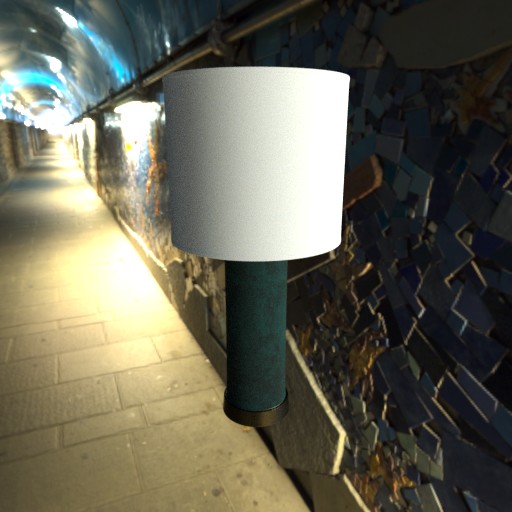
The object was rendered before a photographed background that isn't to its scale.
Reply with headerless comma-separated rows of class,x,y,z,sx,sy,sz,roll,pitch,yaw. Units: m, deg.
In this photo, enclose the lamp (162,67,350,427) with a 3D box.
lamp,0.000,0.000,0.809,0.301,0.630,0.301,-2,16,-8
